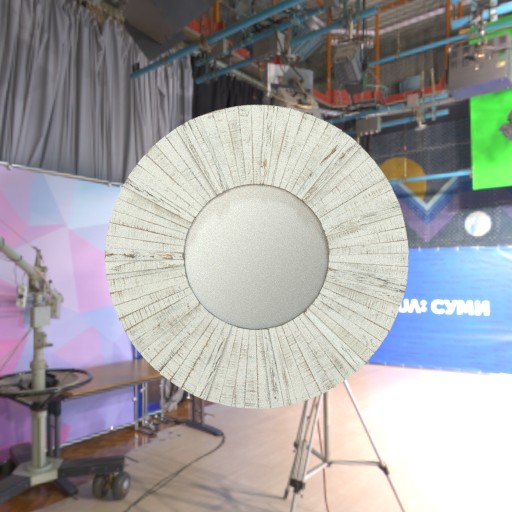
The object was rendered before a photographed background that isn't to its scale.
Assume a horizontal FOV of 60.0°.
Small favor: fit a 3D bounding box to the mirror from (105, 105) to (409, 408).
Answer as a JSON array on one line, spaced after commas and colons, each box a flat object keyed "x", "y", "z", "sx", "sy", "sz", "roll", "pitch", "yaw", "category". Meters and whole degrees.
[{"x": 0.000, "y": 0.000, "z": 1.351, "sx": 0.914, "sy": 0.914, "sz": 0.038, "roll": 0, "pitch": -1, "yaw": 1, "category": "mirror"}]
